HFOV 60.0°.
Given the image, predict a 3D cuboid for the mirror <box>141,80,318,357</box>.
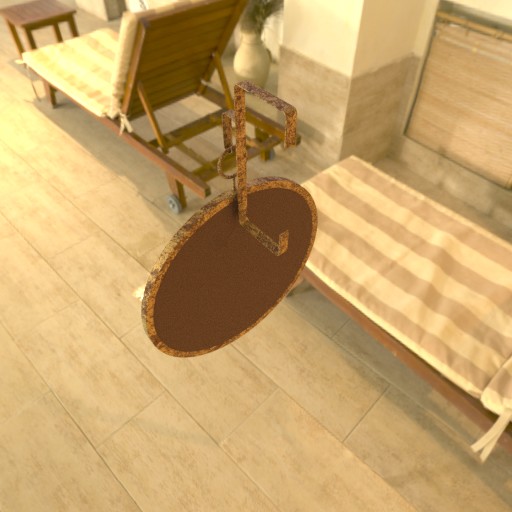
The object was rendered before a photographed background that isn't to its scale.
[{"bbox_3d":[0.000,0.000,0.832,0.447,0.651,0.144,-31,54,-26],"label":"mirror"}]
